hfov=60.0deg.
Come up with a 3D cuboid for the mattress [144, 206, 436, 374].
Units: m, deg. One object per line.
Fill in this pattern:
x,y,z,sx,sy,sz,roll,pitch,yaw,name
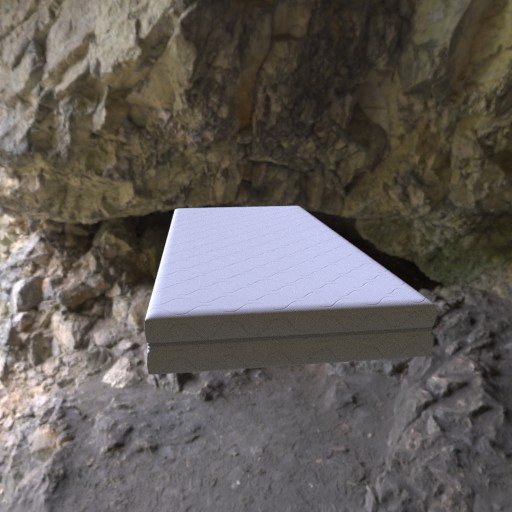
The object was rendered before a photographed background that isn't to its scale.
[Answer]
0.000,0.000,2.253,0.900,0.200,1.900,-2,16,-7,mattress
